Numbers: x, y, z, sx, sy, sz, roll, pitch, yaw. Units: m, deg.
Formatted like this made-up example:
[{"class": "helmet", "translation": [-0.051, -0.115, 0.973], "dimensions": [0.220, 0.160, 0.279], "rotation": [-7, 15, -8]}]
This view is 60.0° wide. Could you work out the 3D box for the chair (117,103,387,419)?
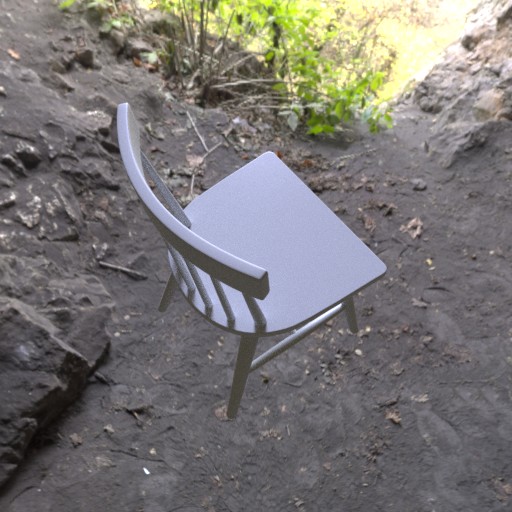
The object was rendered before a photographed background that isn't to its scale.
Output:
[{"class": "chair", "translation": [0.000, 0.000, 1.133], "dimensions": [0.500, 0.787, 0.483], "rotation": [-31, 63, -18]}]
